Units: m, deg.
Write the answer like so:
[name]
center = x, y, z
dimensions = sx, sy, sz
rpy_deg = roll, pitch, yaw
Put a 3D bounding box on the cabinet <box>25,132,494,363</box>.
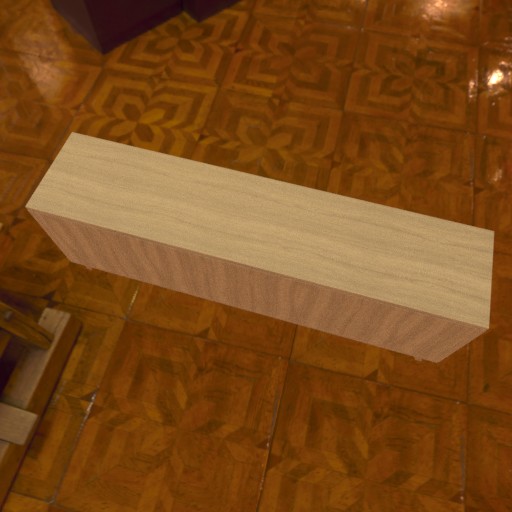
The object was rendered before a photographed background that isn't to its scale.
[cabinet]
center = 0.000, 0.000, 2.469
dimensions = 2.198, 0.779, 0.499
rpy_deg = 15, 64, 7
